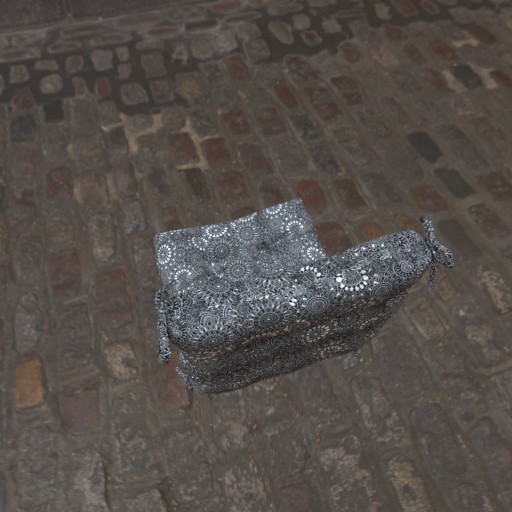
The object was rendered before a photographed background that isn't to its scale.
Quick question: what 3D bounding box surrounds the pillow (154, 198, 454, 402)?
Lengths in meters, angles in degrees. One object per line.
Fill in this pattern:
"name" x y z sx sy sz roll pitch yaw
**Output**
"pillow" 0.000 0.000 1.036 0.519 0.605 0.571 -16 60 -9
